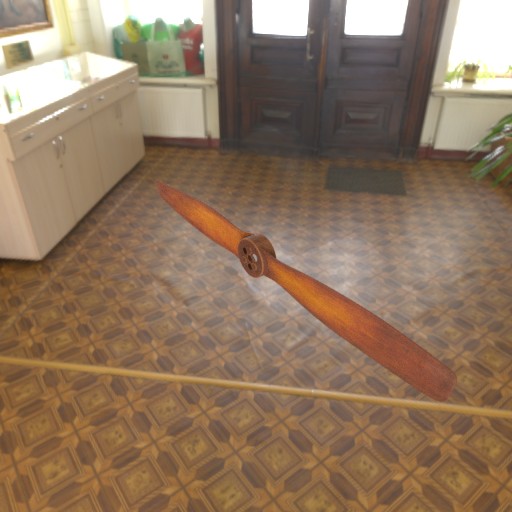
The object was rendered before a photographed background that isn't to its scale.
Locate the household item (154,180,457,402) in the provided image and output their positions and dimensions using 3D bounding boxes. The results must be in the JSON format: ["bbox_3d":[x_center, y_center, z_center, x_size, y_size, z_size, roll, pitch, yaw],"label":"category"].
[{"bbox_3d":[0.000,0.000,1.209,0.051,0.121,1.181,-22,38,-31],"label":"household item"}]
